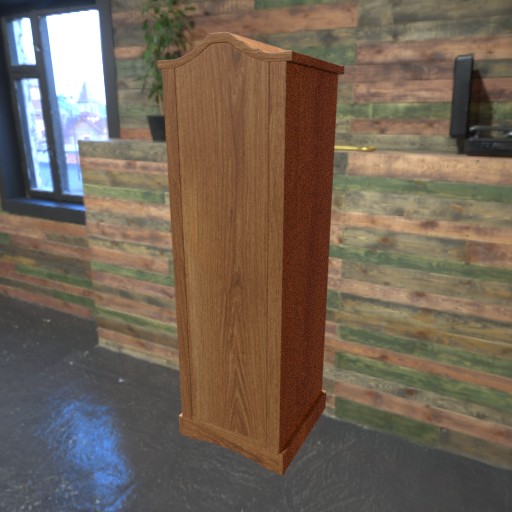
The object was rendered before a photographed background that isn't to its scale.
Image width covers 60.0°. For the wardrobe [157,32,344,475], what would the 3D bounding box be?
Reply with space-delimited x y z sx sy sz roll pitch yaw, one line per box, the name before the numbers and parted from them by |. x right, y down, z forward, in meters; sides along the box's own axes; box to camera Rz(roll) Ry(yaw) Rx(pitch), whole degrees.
wardrobe | 0.000 0.000 2.130 0.590 1.870 0.570 9 20 27
